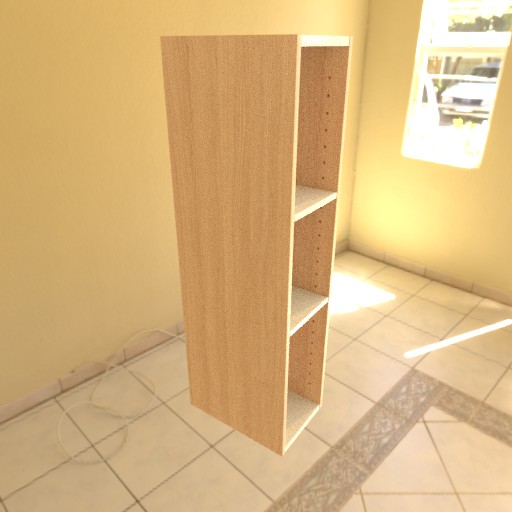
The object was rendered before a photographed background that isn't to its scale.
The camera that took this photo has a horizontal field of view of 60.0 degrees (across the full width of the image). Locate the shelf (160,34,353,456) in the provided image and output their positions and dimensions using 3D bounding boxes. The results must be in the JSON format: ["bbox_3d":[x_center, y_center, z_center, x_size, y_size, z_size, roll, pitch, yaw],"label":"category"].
[{"bbox_3d":[0.000,0.000,0.992,0.290,0.882,0.197,17,30,32],"label":"shelf"}]
